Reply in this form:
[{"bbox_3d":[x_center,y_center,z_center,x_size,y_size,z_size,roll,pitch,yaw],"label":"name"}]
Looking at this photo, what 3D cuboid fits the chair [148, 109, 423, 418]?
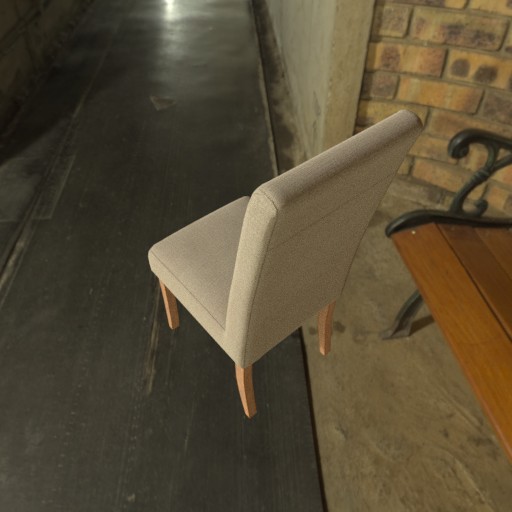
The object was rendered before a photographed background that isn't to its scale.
[{"bbox_3d":[0.000,0.000,1.357,0.450,1.033,0.611,-32,54,-27],"label":"chair"}]
